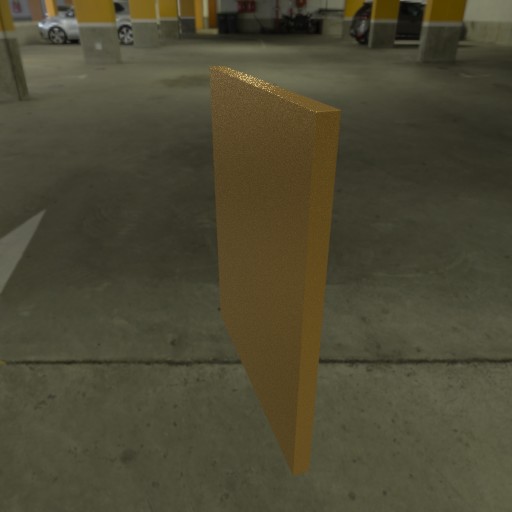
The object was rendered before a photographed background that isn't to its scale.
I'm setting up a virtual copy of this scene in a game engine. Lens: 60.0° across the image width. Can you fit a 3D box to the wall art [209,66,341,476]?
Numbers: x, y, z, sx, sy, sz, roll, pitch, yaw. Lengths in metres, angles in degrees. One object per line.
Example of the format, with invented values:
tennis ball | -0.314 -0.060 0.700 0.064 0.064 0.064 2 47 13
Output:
wall art | 0.000 0.000 1.034 0.038 0.762 0.610 -9 30 -16
